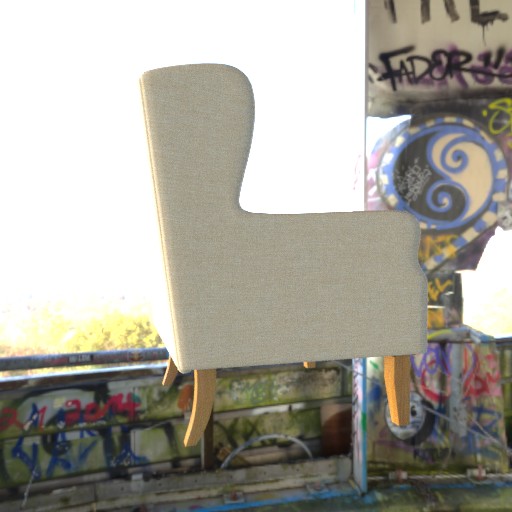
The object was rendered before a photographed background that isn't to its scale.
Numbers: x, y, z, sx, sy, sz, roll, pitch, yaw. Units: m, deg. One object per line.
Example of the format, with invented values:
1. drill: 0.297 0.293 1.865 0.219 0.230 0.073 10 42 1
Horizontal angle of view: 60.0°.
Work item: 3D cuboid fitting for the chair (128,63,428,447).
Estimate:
1. chair: 0.000 0.000 1.417 0.760 0.930 0.710 0 2 -18
